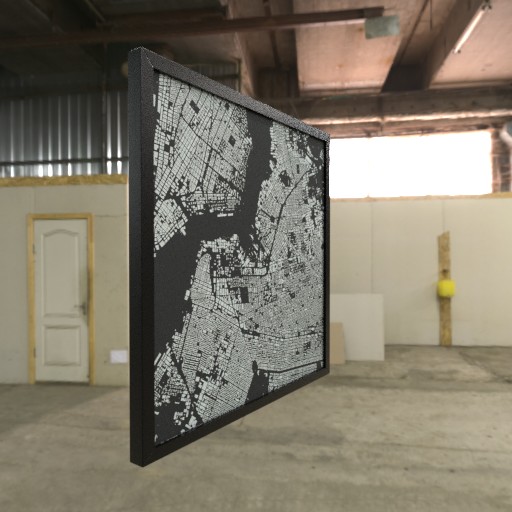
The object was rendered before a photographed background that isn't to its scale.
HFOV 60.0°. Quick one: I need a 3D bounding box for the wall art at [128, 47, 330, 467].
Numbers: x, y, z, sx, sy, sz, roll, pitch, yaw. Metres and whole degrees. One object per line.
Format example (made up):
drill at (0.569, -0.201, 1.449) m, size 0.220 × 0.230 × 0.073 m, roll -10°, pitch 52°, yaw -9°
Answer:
wall art at (0.000, 0.000, 1.116) m, size 0.038 × 0.761 × 0.755 m, roll 1°, pitch 1°, yaw 36°
